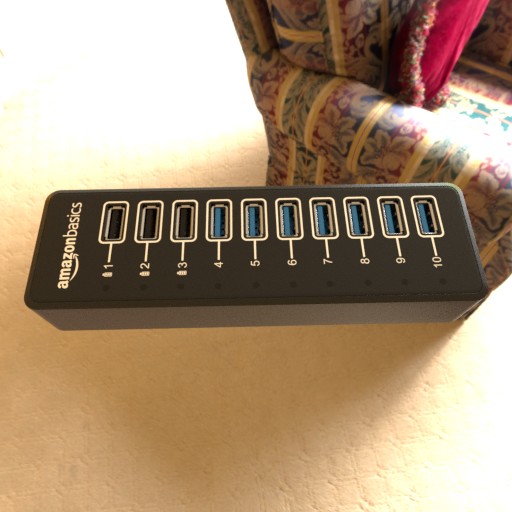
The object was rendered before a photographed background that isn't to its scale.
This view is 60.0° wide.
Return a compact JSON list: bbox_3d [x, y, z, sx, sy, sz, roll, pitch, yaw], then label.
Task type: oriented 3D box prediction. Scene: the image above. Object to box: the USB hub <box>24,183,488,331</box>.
[{"bbox_3d":[0.000,0.000,0.155,0.145,0.023,0.044,-1,64,-1],"label":"USB hub"}]
